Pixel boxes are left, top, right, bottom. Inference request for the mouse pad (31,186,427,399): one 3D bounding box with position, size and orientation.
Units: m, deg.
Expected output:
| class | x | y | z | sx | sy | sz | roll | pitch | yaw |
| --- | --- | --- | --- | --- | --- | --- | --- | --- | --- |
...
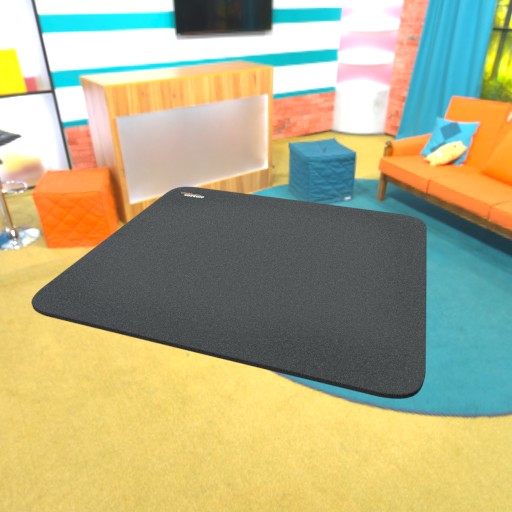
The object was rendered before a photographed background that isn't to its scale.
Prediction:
| class | x | y | z | sx | sy | sz | roll | pitch | yaw |
| --- | --- | --- | --- | --- | --- | --- | --- | --- | --- |
| mouse pad | 0.000 | 0.000 | 0.314 | 0.229 | 0.003 | 0.203 | 10 | 32 | 16 |
